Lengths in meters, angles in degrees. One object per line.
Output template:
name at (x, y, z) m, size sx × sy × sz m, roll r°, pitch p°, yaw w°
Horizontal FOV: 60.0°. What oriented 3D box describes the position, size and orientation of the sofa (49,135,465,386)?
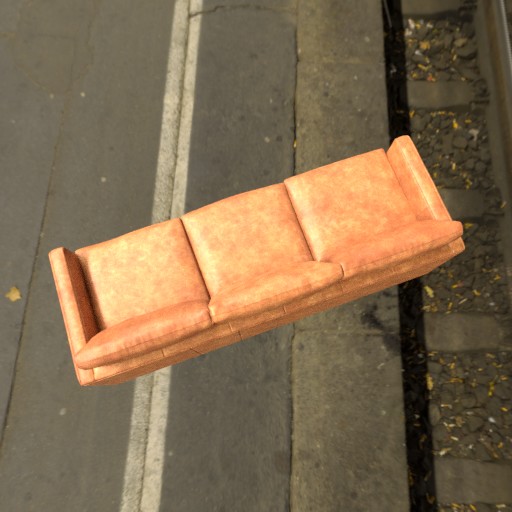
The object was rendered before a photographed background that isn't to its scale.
sofa at (0.000, 0.000, 2.421) m, size 2.029 × 0.863 × 0.748 m, roll -19°, pitch 75°, yaw -5°
